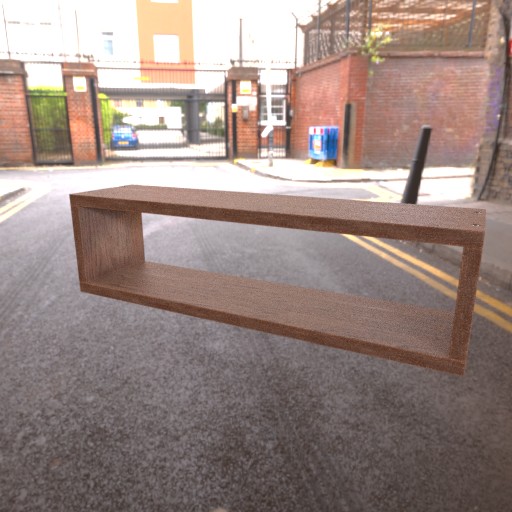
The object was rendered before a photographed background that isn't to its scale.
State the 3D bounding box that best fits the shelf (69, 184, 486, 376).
[{"bbox_3d":[0.000,0.000,0.681,0.610,0.170,0.150,8,18,26],"label":"shelf"}]
